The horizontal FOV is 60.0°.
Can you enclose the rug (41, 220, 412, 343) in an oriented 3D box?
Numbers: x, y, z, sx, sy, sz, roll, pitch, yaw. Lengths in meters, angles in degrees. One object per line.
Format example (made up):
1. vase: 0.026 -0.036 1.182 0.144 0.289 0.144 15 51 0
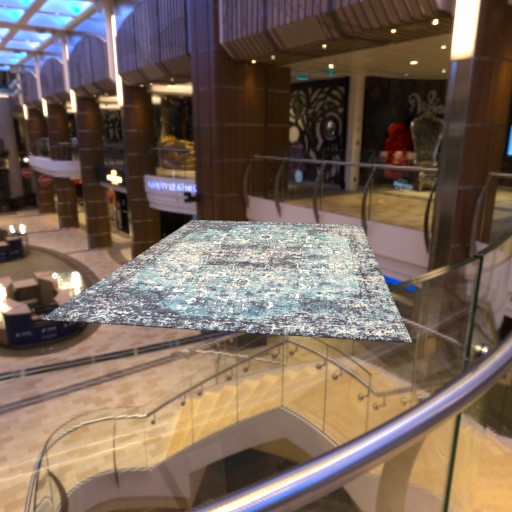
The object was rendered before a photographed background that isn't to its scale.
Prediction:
1. rug: 0.000 0.000 2.292 1.219 0.005 1.828 2 15 8
